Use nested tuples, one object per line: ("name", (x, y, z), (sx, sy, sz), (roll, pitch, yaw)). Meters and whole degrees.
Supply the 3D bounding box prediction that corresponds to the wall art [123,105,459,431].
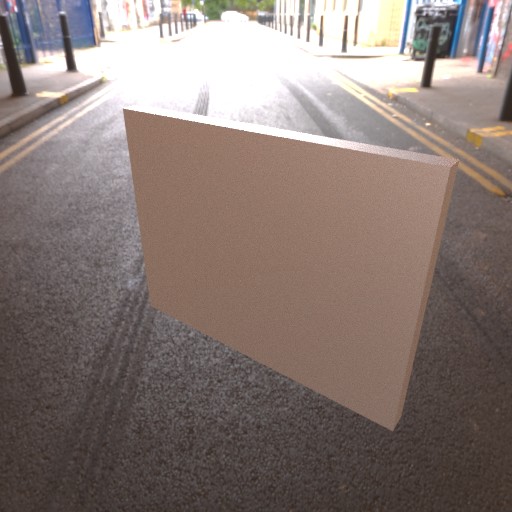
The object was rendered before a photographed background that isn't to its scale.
("wall art", (0.000, 0.000, 1.413), (1.056, 0.801, 0.066), (20, 35, 32))
